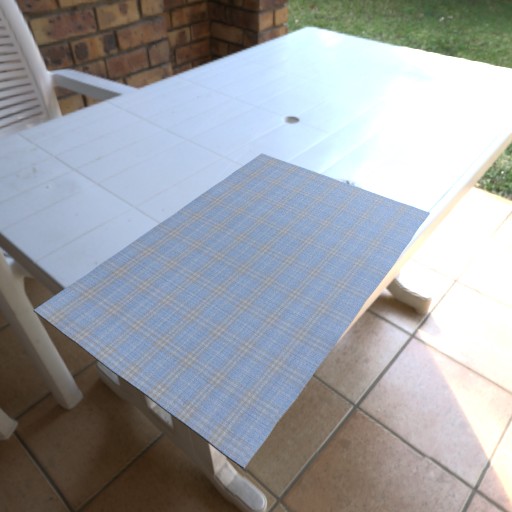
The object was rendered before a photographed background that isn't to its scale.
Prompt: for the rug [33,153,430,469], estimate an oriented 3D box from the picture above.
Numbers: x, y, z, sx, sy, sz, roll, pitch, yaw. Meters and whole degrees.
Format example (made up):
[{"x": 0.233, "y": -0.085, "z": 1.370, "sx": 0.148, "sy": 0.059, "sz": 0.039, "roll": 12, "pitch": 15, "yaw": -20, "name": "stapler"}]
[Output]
[{"x": 0.000, "y": 0.000, "z": 2.333, "sx": 1.231, "sy": 0.012, "sz": 1.835, "roll": 26, "pitch": 48, "yaw": 26, "name": "rug"}]
